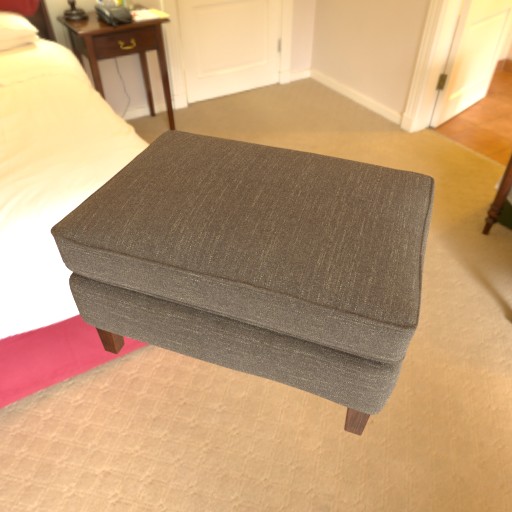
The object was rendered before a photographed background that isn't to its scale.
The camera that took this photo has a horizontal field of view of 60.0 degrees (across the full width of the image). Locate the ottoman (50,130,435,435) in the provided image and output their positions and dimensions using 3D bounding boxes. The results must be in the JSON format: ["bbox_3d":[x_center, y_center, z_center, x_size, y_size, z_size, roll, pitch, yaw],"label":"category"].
[{"bbox_3d":[0.000,0.000,0.991,0.686,0.406,0.508,14,43,15],"label":"ottoman"}]
